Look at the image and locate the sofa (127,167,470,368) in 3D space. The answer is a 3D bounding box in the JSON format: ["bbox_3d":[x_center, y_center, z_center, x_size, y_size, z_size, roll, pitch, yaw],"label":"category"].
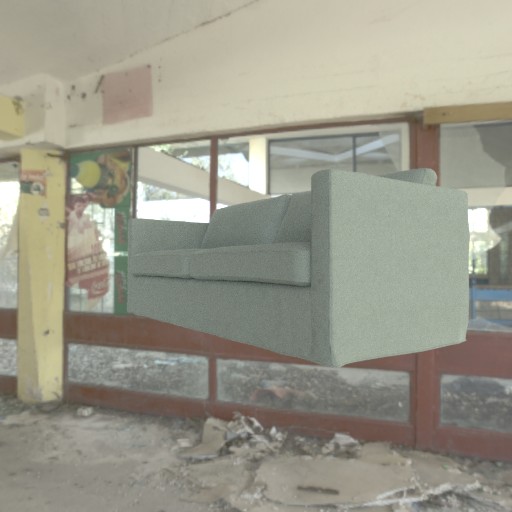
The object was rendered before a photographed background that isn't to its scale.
[{"bbox_3d":[0.000,0.000,2.802,0.962,0.853,2.312,1,-1,-34],"label":"sofa"}]
